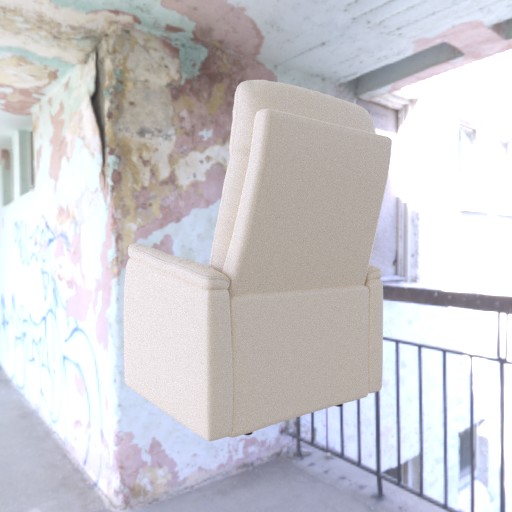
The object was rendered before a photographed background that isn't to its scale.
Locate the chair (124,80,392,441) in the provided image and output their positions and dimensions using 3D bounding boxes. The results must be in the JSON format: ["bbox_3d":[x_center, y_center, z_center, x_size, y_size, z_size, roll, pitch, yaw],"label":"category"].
[{"bbox_3d":[0.000,0.000,1.672,0.775,1.082,0.831,-1,1,-36],"label":"chair"}]
